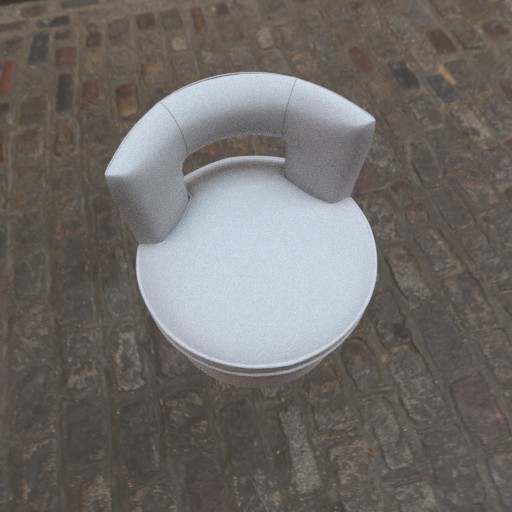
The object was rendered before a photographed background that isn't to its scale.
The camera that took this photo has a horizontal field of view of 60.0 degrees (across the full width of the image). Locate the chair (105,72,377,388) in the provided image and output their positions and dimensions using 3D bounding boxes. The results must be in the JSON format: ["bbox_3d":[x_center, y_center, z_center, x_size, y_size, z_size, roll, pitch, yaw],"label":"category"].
[{"bbox_3d":[0.000,0.000,1.241,0.650,0.723,0.665,-13,64,-7],"label":"chair"}]
